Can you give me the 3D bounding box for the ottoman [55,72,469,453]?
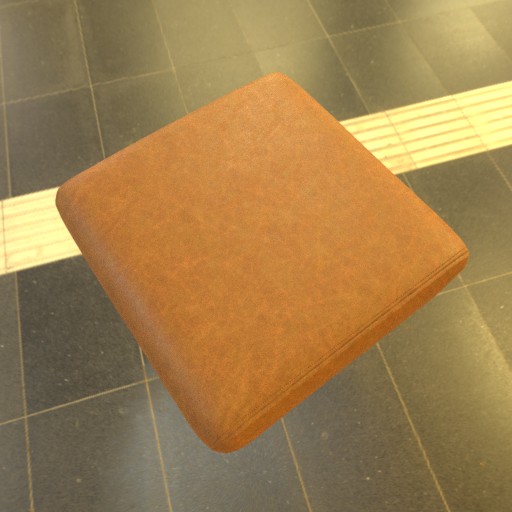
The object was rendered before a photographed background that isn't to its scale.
[{"bbox_3d":[0.000,0.000,1.052,0.650,0.399,0.650,-33,68,-15],"label":"ottoman"}]
